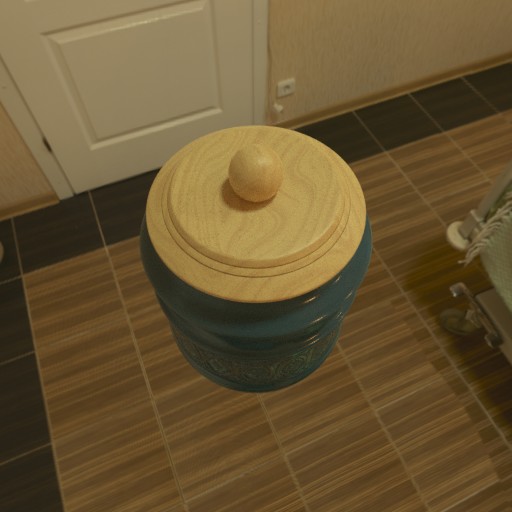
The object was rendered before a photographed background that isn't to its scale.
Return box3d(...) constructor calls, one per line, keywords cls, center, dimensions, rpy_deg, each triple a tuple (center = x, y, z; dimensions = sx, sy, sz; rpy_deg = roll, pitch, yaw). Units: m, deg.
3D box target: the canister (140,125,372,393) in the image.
box3d(cls="canister", center=(0.000, 0.000, 0.274), dimensions=(0.130, 0.176, 0.130), rpy_deg=(0, 59, 0))
